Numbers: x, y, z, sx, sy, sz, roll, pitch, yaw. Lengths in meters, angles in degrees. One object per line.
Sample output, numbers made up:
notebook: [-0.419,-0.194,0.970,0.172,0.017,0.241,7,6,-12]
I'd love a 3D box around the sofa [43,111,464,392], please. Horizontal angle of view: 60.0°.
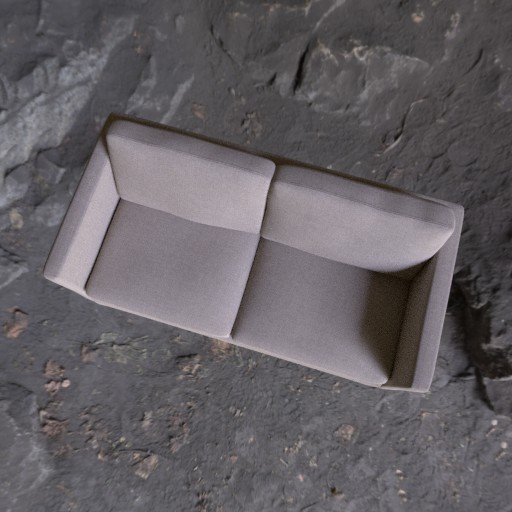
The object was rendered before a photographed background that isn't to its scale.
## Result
sofa: [0.000,0.000,2.392,1.884,0.947,0.951,16,76,4]
